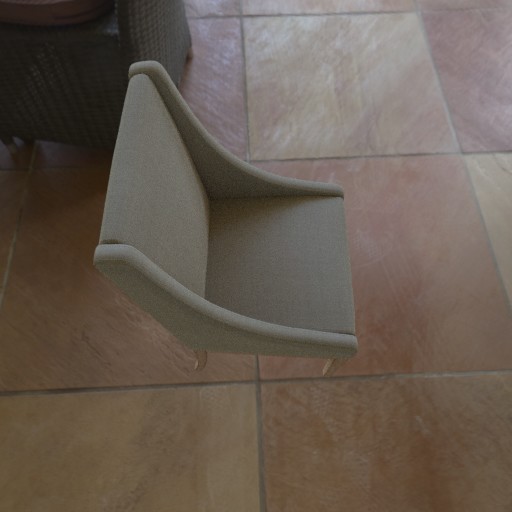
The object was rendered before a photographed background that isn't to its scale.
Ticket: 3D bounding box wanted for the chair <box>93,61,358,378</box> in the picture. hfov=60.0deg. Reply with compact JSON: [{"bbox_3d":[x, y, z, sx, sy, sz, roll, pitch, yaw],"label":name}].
[{"bbox_3d":[0.000,0.000,1.378,0.611,1.021,0.575,1,64,0],"label":"chair"}]
